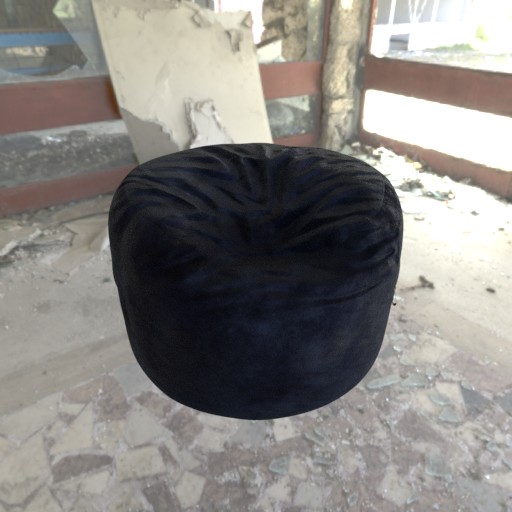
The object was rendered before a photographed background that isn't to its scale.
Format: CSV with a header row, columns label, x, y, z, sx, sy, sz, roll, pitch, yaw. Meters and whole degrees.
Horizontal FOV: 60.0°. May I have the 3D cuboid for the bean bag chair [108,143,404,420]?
label,x,y,z,sx,sy,sz,roll,pitch,yaw
bean bag chair,0.000,0.000,1.491,0.918,0.616,0.918,0,30,0
